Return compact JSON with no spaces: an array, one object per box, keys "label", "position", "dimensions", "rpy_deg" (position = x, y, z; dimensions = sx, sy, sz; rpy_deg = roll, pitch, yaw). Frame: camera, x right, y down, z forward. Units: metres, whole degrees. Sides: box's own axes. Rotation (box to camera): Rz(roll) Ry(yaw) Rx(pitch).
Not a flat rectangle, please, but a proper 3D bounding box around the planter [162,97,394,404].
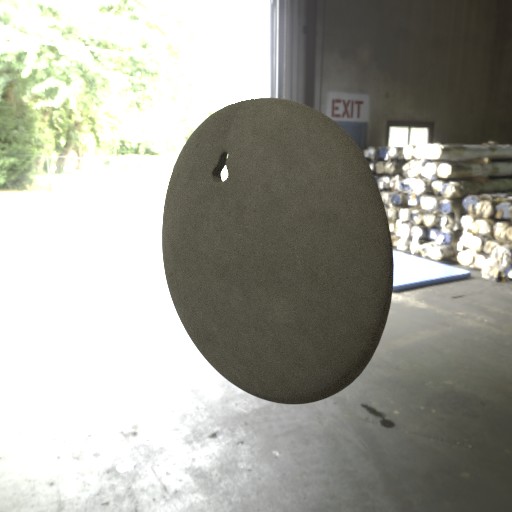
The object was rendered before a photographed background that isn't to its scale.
[{"label":"planter","position":[0.000,0.000,0.278],"dimensions":[0.071,0.188,0.185],"rpy_deg":[-13,19,-43]}]
